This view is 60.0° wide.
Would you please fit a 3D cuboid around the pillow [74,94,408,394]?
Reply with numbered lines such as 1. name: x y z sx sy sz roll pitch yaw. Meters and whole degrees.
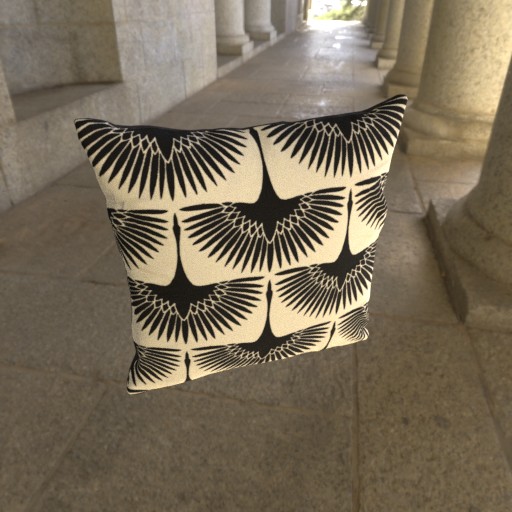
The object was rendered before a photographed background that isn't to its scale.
1. pillow: 0.000 0.000 0.656 0.432 0.432 0.139 -10 32 -16
